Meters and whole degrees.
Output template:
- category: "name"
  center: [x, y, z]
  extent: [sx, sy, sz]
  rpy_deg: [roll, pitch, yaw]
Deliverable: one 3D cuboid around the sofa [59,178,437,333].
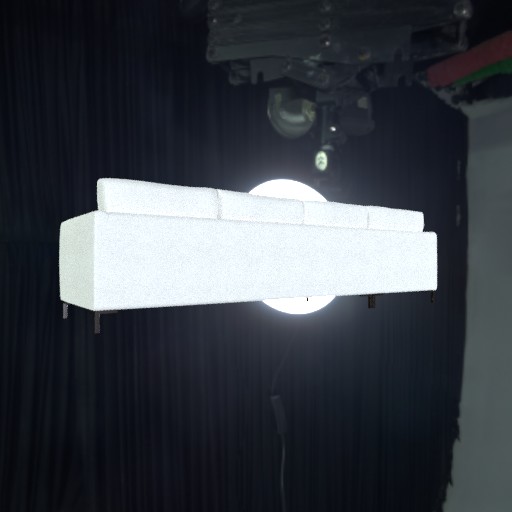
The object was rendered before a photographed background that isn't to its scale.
- category: "sofa"
  center: [0.000, 0.000, 3.842]
  extent: [3.186, 0.875, 1.467]
  rpy_deg: [1, -1, -35]
